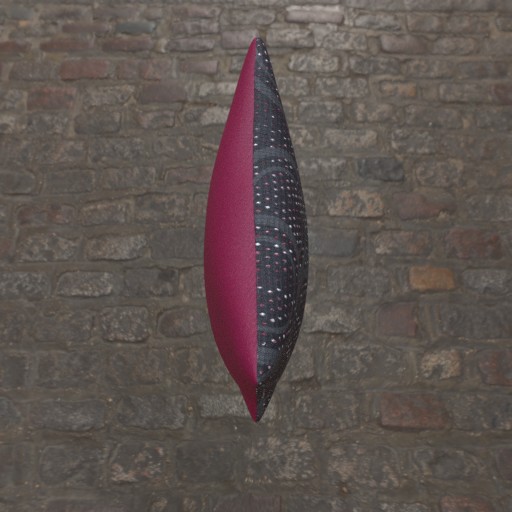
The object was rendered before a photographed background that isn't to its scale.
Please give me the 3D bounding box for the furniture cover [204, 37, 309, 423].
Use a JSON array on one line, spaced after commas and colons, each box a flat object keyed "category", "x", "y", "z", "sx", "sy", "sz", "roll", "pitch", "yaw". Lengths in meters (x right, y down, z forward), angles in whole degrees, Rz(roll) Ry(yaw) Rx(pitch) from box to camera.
[{"category": "furniture cover", "x": 0.000, "y": 0.000, "z": 0.831, "sx": 0.193, "sy": 0.509, "sz": 0.552, "roll": 0, "pitch": 65, "yaw": 0}]
